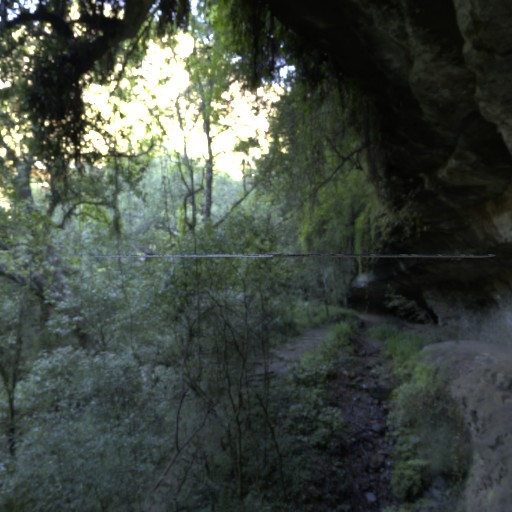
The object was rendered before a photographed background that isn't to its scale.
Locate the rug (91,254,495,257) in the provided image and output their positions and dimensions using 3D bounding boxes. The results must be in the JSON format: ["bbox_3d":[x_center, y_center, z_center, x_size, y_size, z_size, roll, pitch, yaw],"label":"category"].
[{"bbox_3d":[0.000,0.000,2.091,1.072,0.013,1.698,0,0,-35],"label":"rug"}]
